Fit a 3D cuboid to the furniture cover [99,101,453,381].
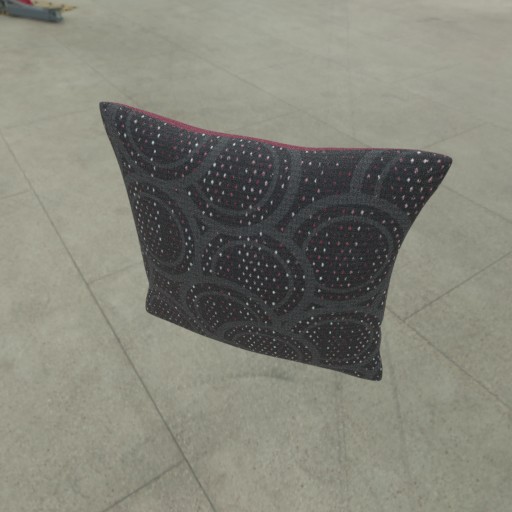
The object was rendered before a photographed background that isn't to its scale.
[{"bbox_3d":[0.000,0.000,0.818,0.552,0.509,0.193,13,43,15],"label":"furniture cover"}]
